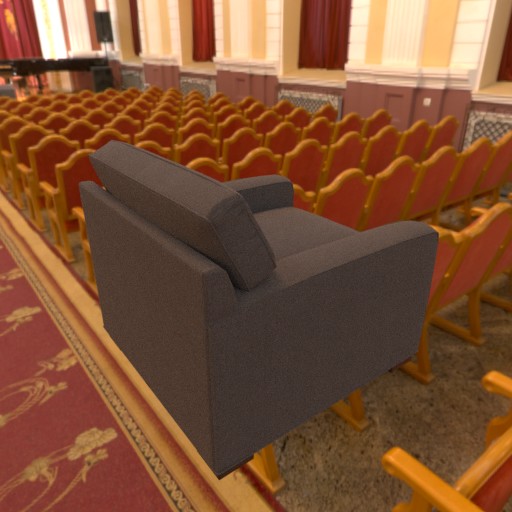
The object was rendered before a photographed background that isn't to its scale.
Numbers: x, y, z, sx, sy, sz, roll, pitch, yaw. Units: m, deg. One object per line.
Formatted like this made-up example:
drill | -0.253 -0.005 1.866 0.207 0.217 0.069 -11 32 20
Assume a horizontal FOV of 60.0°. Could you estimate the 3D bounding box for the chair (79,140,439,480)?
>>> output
chair | 0.000 0.000 1.815 1.043 0.913 0.997 -18 31 -33
